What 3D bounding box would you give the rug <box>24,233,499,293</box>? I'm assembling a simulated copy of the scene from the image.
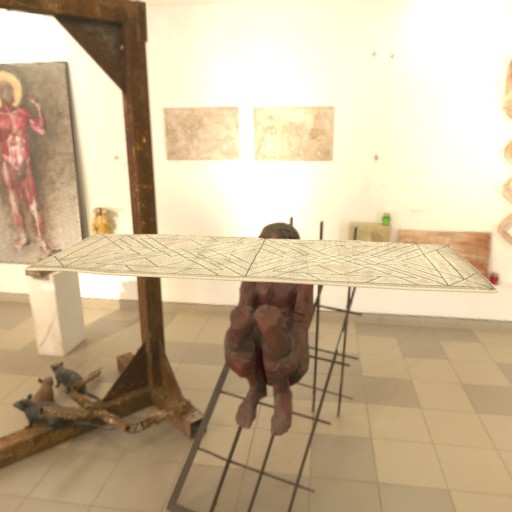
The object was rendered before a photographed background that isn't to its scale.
[{"bbox_3d":[0.000,0.000,2.590,2.381,0.036,0.831,2,16,8],"label":"rug"}]
